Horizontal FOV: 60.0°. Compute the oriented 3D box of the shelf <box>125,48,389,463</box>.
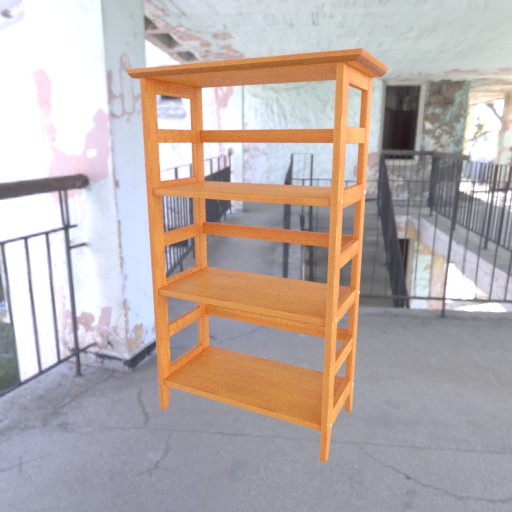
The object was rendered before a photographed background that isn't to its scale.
[{"bbox_3d":[0.000,0.000,1.357,0.660,1.067,0.305,7,16,26],"label":"shelf"}]
